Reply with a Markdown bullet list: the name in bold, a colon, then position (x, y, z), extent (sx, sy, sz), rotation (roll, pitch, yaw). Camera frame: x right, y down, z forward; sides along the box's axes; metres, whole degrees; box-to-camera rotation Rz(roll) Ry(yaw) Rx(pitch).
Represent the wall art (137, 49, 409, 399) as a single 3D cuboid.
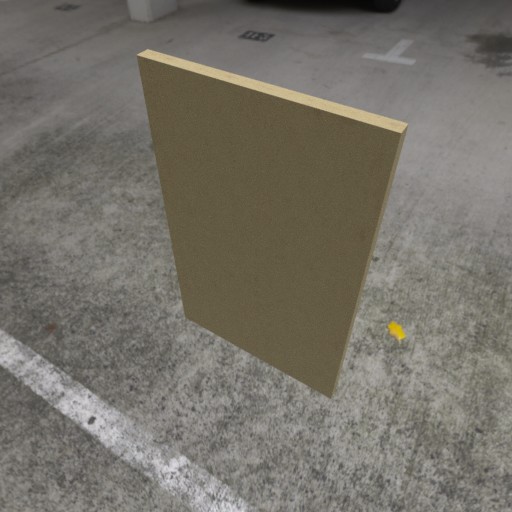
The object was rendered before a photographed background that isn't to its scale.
- **wall art**: position (0.000, 0.000, 1.024), extent (0.510, 0.810, 0.039), rotation (25, 51, 22)
